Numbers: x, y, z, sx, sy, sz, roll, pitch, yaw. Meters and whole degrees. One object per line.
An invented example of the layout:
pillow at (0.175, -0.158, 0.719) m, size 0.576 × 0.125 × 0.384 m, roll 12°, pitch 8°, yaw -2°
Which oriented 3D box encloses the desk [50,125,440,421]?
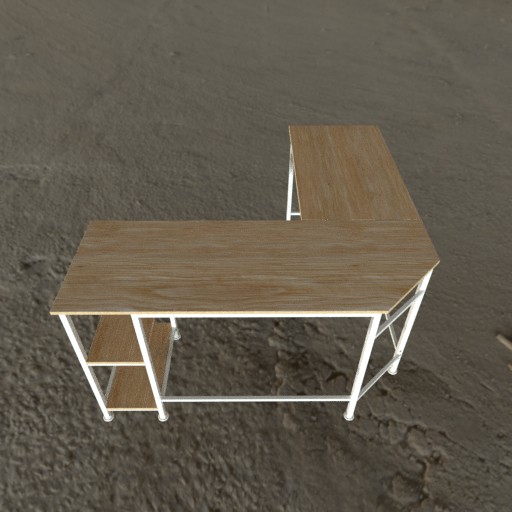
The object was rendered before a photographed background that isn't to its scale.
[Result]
desk at (0.000, 0.000, 2.236) m, size 1.379 × 0.739 × 1.379 m, roll 0°, pitch 42°, yaw 0°
